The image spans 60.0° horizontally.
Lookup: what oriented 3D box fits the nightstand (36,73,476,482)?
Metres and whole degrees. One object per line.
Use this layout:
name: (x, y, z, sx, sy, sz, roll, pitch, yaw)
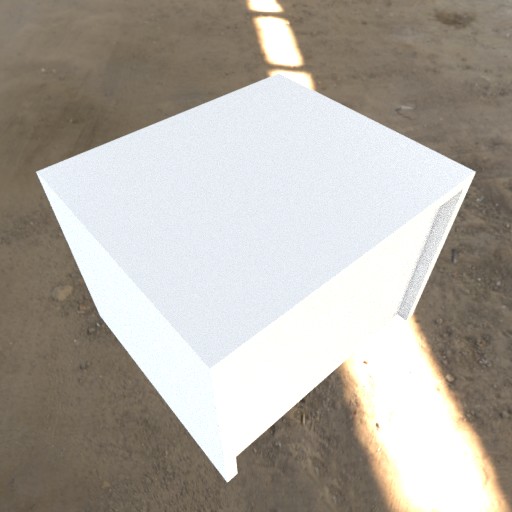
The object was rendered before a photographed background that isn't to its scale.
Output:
nightstand: (0.000, 0.000, 0.756, 0.470, 0.351, 0.408, -32, 55, -26)
